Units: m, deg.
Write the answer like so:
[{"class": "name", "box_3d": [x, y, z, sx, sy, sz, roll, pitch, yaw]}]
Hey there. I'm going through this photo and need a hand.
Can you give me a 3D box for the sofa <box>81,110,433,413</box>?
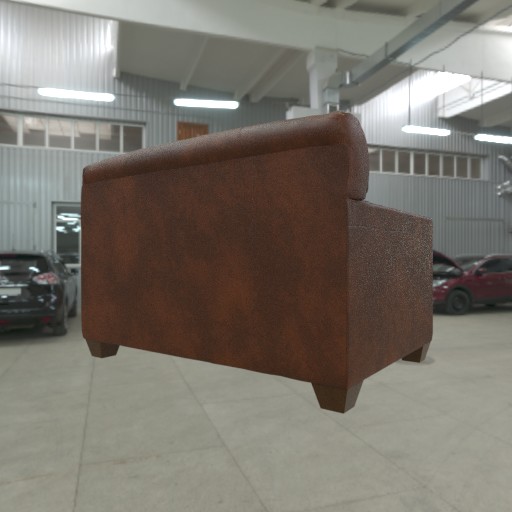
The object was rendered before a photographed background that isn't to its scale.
[{"class": "sofa", "box_3d": [0.000, 0.000, 2.091, 1.413, 0.956, 1.000, 0, 0, 36]}]
